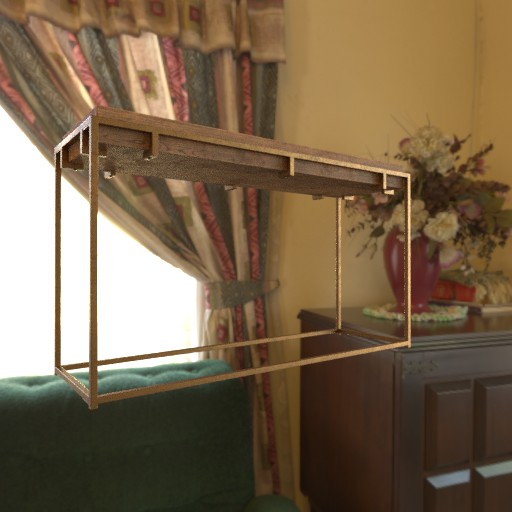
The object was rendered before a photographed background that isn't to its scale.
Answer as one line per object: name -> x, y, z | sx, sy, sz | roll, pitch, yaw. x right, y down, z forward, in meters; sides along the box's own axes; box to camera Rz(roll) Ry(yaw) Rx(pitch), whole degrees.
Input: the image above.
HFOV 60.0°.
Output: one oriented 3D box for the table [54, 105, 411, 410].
table -> 0.000, 0.000, 1.763 | 1.400, 0.820, 0.440 | 0, 0, -36
